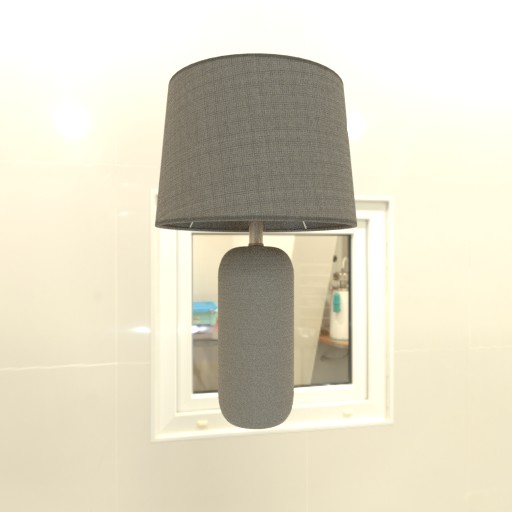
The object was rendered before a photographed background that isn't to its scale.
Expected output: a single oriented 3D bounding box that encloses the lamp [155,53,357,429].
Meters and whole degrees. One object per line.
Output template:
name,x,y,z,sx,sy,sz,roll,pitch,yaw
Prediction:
lamp,0.000,0.000,0.824,0.367,0.609,0.367,0,0,0
